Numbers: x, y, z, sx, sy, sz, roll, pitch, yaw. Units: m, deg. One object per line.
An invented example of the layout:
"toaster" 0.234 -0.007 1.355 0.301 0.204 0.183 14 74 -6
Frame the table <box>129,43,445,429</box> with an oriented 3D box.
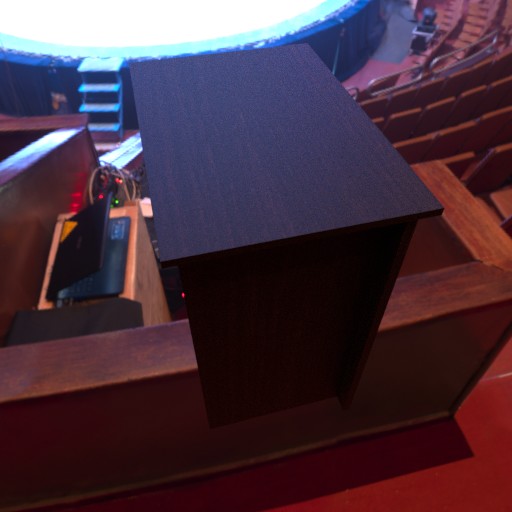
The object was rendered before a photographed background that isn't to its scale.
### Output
"table" 0.000 0.000 1.050 0.406 0.711 0.591 -11 48 -10
